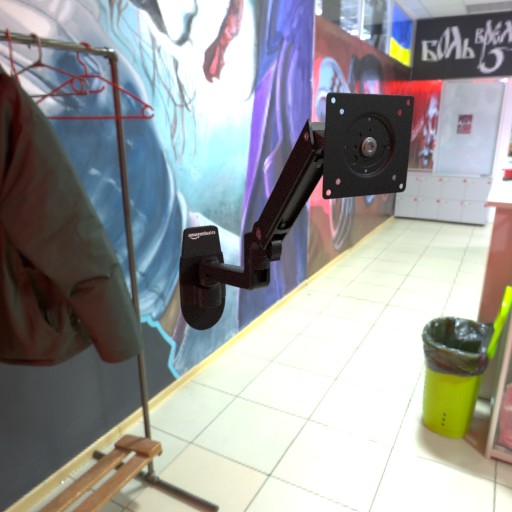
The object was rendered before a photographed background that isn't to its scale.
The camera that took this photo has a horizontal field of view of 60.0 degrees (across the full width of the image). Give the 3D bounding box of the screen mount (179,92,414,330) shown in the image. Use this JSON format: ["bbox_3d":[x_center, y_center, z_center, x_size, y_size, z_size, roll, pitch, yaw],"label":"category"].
[{"bbox_3d":[0.000,0.000,0.717,0.115,0.466,0.495,-9,19,-27],"label":"screen mount"}]
